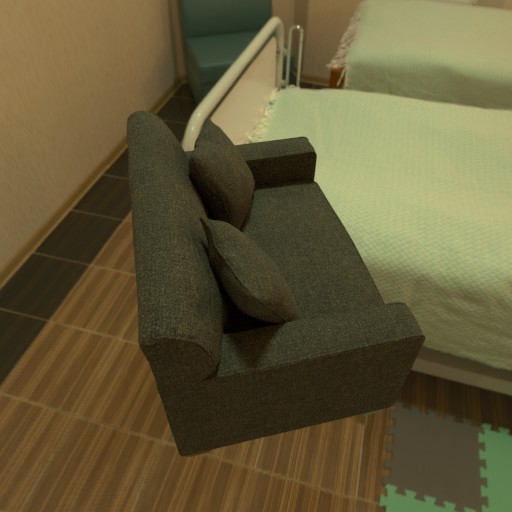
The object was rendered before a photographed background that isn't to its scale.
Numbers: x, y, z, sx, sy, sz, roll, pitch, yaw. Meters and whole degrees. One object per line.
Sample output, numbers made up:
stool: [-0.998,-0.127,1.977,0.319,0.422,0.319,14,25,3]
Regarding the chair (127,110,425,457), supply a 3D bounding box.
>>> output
chair: [0.000,0.000,2.074,1.000,0.948,1.383,-10,47,-9]
